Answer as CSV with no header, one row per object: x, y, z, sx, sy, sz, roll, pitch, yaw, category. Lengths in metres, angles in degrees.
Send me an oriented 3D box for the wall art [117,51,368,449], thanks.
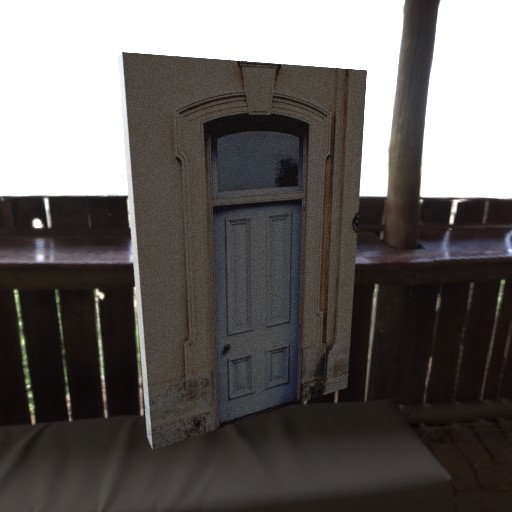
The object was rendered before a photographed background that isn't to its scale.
0.000,0.000,0.755,0.403,0.607,0.036,-8,18,-26,wall art
